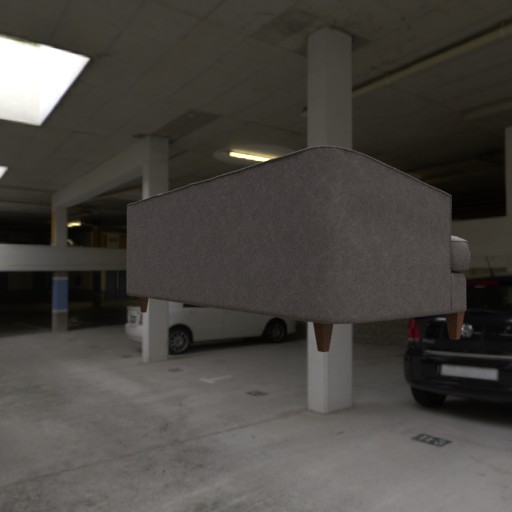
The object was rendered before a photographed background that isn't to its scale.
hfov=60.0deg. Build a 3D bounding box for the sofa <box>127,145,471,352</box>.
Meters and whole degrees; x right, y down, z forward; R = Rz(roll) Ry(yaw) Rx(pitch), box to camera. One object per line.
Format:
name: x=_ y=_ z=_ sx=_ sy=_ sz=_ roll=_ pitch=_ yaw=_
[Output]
sofa: x=0.000 y=0.000 z=2.723 sx=0.917 sy=0.806 sz=2.247 roll=1 pitch=-2 yaw=-36
